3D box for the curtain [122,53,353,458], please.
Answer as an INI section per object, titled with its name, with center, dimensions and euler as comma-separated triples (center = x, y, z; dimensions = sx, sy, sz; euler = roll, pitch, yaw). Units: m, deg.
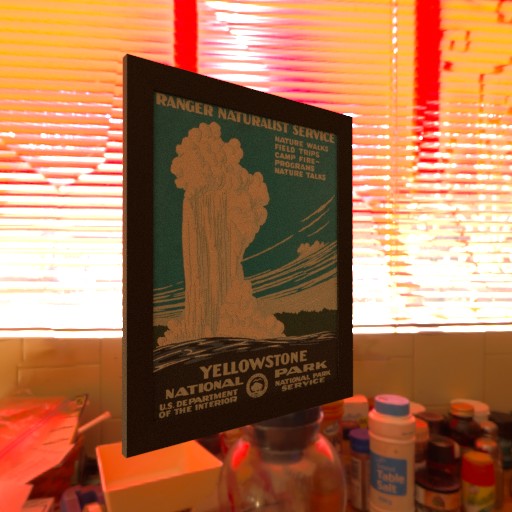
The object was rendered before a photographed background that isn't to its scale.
[curtain]
center = 0.000, 0.000, 0.793
dimensions = 0.483, 0.585, 0.027
euler = 0, 0, -36
